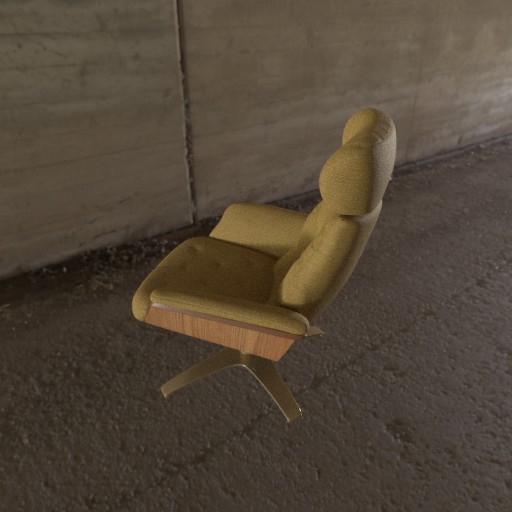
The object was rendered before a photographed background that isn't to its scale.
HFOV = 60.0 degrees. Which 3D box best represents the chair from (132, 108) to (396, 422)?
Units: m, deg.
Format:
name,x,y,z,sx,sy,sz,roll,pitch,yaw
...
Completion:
name,x,y,z,sx,sy,sz,roll,pitch,yaw
chair,0.000,0.000,1.576,0.837,0.995,0.785,8,30,14
